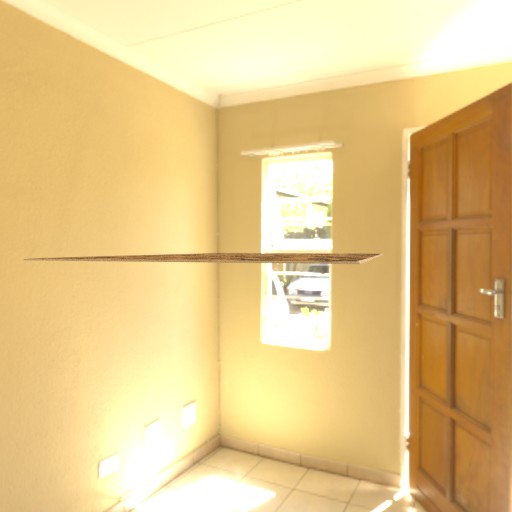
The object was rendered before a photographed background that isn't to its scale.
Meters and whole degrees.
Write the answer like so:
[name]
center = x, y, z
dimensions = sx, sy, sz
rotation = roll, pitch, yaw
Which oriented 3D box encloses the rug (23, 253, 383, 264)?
[rug]
center = 0.000, 0.000, 2.875
dimensions = 1.522, 0.008, 2.284
rotation = 0, 1, 18
